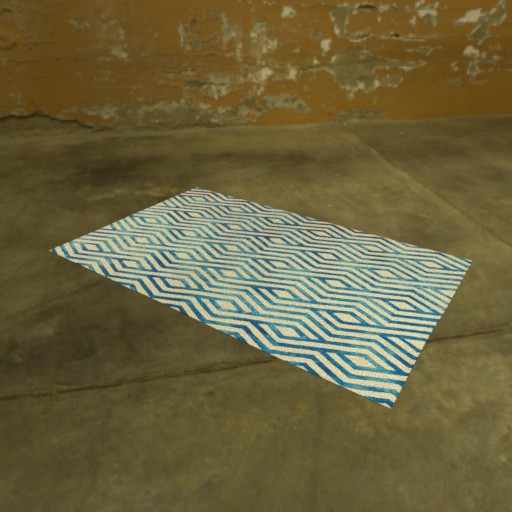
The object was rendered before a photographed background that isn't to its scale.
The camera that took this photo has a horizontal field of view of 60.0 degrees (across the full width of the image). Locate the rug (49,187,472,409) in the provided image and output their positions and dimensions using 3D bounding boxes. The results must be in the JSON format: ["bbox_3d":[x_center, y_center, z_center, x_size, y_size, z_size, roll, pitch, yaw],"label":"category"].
[{"bbox_3d":[0.000,0.000,3.007,2.439,0.008,1.531,19,34,30],"label":"rug"}]
